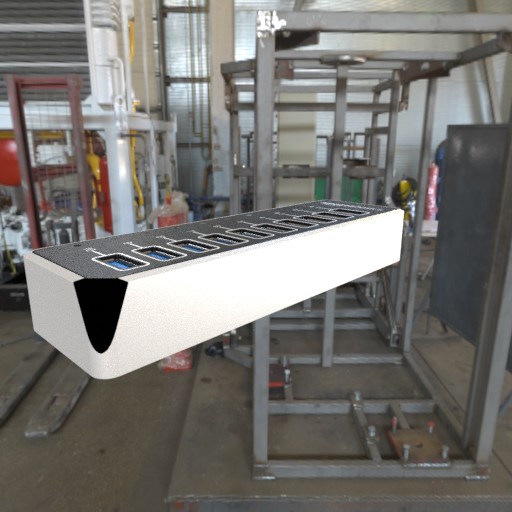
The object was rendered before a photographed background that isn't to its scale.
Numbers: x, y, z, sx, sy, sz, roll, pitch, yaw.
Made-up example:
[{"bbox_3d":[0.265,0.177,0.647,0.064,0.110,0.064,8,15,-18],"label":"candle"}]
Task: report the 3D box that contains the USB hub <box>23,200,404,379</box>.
[{"bbox_3d":[0.000,0.000,0.162,0.044,0.023,0.145,15,21,42],"label":"USB hub"}]
